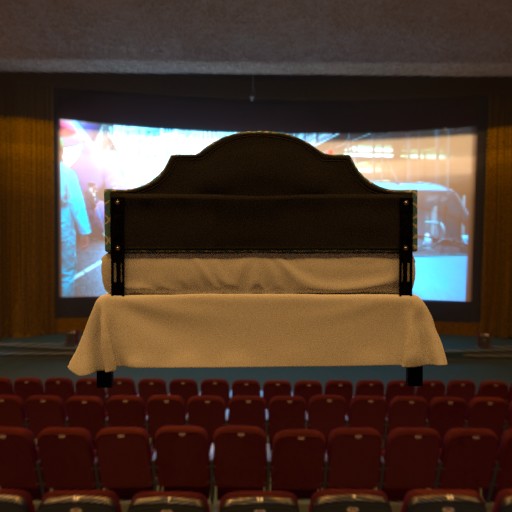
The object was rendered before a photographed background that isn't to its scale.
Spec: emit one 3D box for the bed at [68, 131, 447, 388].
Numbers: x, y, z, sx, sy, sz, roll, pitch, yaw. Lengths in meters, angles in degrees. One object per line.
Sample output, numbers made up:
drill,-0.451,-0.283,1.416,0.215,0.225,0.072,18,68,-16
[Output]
bed,0.000,0.000,3.736,2.314,1.601,2.222,0,1,-1
